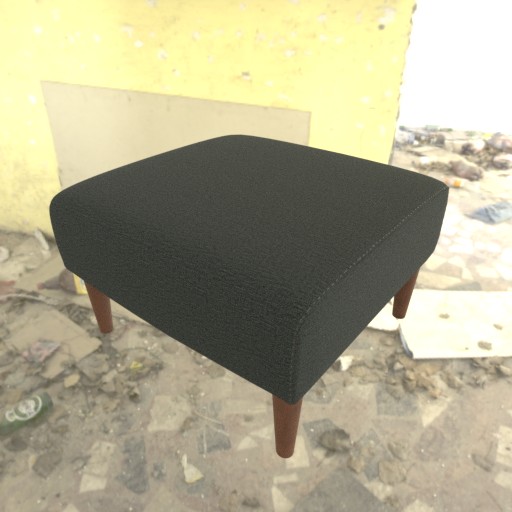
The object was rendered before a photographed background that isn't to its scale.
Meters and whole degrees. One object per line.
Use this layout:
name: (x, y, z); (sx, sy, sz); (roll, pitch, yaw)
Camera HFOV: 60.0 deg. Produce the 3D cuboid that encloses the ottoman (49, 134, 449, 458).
ottoman: (0.000, 0.000, 1.044); (0.650, 0.398, 0.649); (22, 37, 33)
